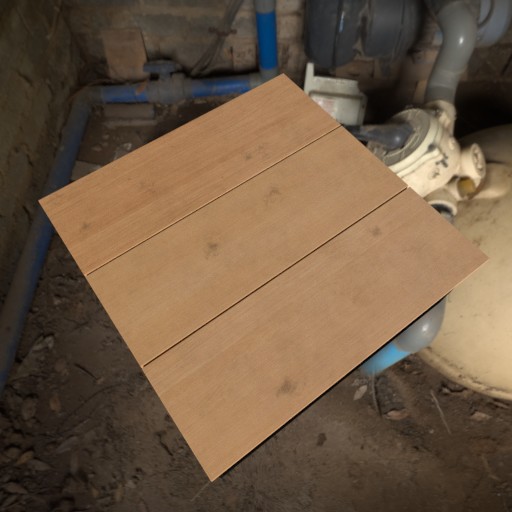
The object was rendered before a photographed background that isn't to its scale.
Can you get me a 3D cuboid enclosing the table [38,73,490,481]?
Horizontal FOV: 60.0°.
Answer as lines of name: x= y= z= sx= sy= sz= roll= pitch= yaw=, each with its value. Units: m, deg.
table: x=0.000 y=0.000 z=1.687 sx=1.100 sy=0.400 sz=1.100 roll=-33 pitch=67 yaw=-16
